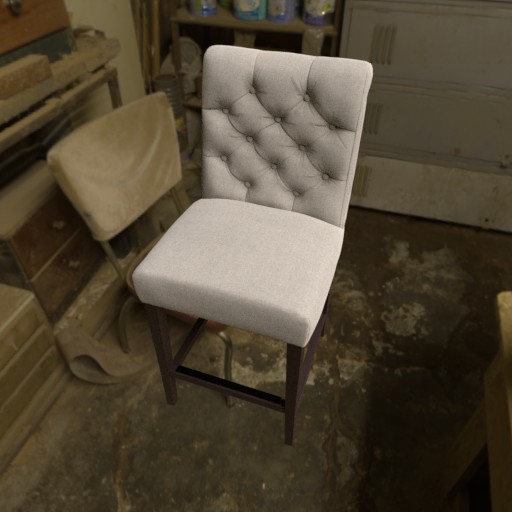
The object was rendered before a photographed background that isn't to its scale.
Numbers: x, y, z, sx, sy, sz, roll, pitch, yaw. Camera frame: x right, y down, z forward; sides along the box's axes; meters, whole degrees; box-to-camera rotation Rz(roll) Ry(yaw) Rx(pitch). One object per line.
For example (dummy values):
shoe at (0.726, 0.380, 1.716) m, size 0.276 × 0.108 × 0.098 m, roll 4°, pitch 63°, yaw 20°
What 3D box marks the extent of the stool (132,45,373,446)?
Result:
stool at (0.000, 0.000, 1.354) m, size 0.493 × 1.040 × 0.601 m, roll 13°, pitch 43°, yaw 15°
